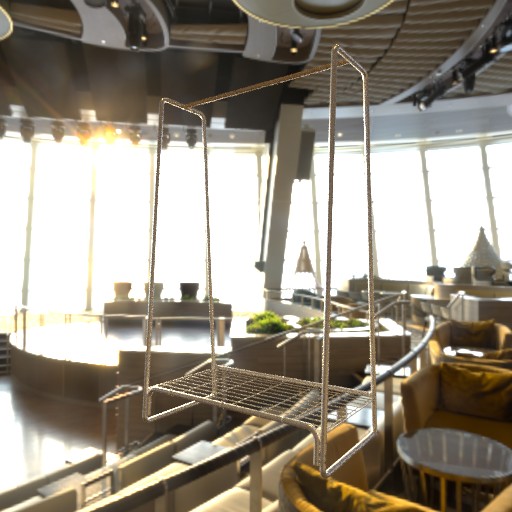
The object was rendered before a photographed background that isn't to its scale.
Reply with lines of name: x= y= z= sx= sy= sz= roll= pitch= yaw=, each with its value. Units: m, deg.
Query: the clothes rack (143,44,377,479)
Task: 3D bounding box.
clothes rack: x=0.000 y=0.000 z=1.922 sx=0.900 sy=1.500 sz=0.495 roll=0 pitch=-1 yaw=35
